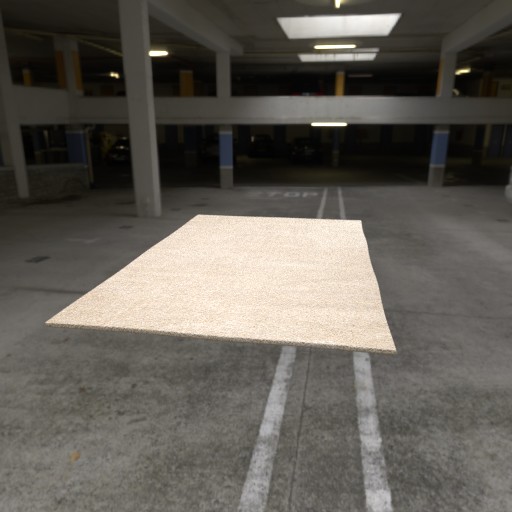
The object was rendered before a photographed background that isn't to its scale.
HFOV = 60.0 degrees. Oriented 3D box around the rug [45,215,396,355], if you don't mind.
[{"bbox_3d":[0.000,0.000,2.948,1.500,0.025,2.346,3,17,9],"label":"rug"}]
